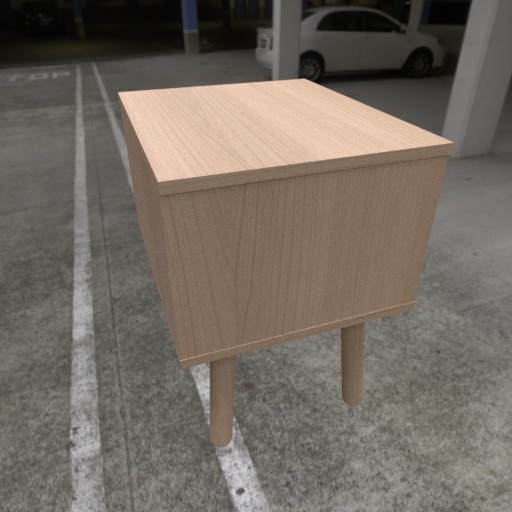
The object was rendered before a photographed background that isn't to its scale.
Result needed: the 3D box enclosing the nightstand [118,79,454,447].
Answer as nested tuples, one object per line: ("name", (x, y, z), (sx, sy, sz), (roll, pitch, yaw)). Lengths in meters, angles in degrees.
("nightstand", (0.000, 0.000, 0.836), (0.380, 0.530, 0.450), (-11, 34, -17))
